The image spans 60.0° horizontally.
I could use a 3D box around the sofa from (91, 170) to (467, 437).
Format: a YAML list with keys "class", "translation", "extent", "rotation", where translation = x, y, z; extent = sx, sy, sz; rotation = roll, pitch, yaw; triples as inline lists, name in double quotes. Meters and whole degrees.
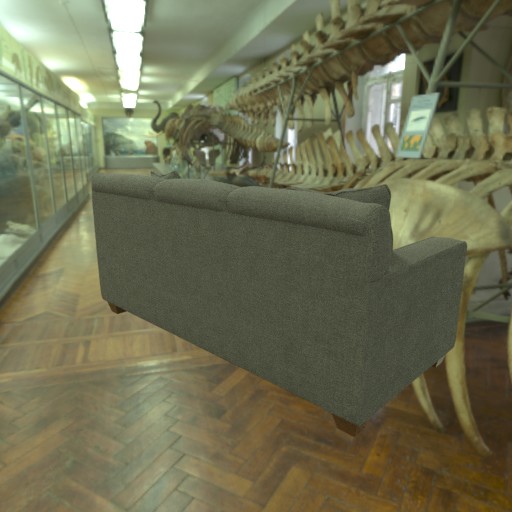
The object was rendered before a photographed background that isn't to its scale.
- class: "sofa"
  translation: [0.000, 0.000, 2.565]
  extent: [2.024, 0.958, 0.997]
  rotation: [14, 20, 42]
